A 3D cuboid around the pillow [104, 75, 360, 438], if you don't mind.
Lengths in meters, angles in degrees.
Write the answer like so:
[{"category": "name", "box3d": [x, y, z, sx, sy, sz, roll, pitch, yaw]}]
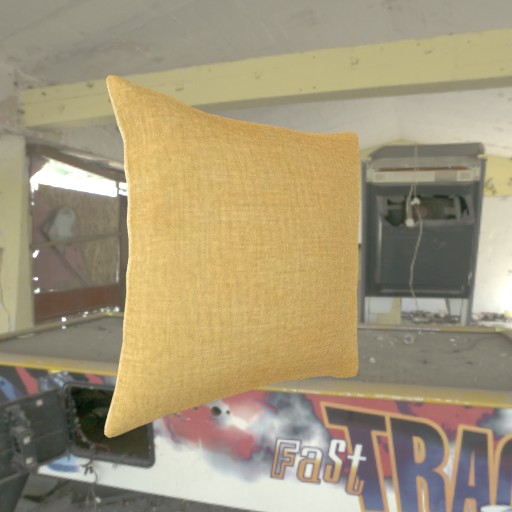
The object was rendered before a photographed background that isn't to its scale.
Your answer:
[{"category": "pillow", "box3d": [0.000, 0.000, 0.620, 0.419, 0.407, 0.173, 0, 1, -36]}]
